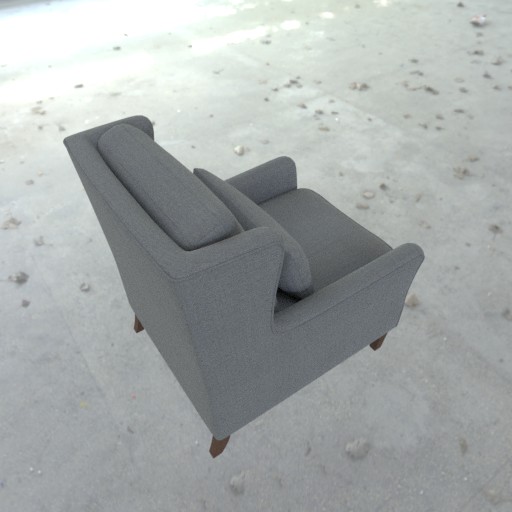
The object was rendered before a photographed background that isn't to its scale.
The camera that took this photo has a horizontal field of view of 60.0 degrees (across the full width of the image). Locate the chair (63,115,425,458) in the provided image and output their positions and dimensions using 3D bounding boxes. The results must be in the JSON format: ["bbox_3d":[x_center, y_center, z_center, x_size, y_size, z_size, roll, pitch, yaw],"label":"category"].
[{"bbox_3d":[0.000,0.000,1.768,1.040,1.056,0.866,-25,48,-25],"label":"chair"}]
